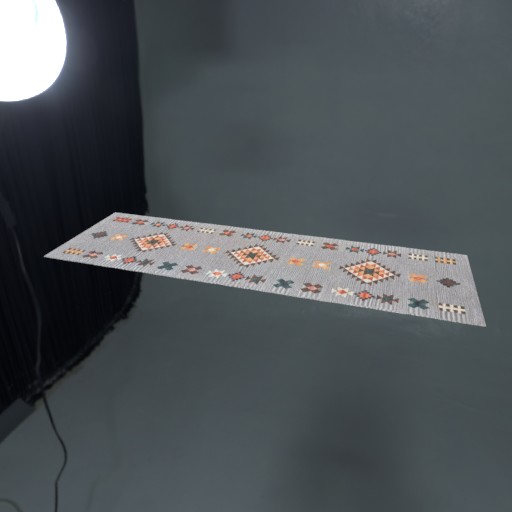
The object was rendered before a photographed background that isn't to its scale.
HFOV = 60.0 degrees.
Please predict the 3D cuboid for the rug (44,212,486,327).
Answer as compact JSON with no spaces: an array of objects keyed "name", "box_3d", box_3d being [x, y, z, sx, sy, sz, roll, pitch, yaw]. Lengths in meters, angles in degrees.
[{"name":"rug","box_3d":[0.000,0.000,2.669,2.432,0.008,0.766,8,28,15]}]
